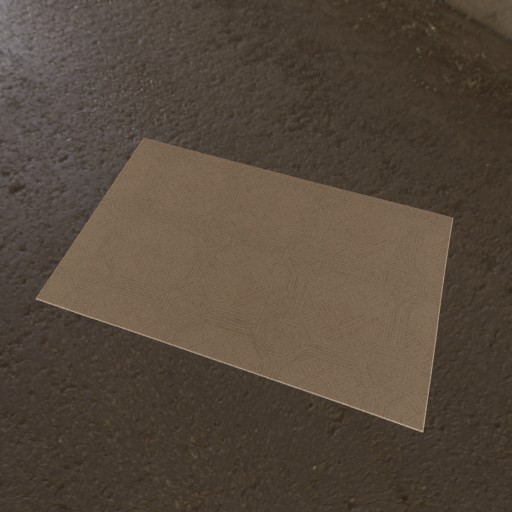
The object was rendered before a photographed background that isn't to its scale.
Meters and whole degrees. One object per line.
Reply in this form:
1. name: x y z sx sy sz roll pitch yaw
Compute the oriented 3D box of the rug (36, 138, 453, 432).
1. rug: 0.000 0.000 2.983 2.440 0.008 1.524 16 60 10
